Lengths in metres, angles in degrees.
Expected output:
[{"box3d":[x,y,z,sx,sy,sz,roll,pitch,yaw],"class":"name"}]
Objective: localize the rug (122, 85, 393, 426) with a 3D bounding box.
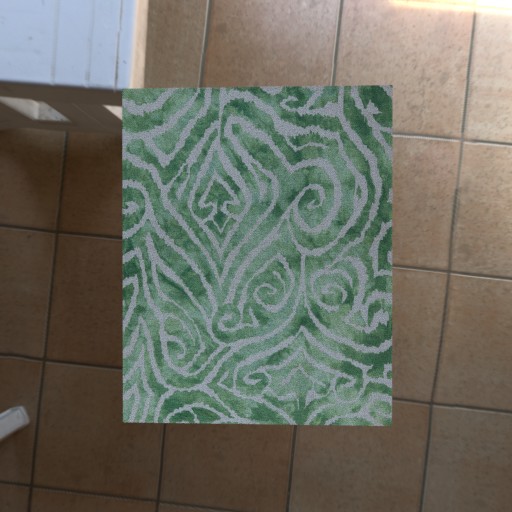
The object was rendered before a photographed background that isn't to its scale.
[{"box3d":[0.000,0.000,4.004,2.436,0.007,3.045,0,90,2],"class":"rug"}]
